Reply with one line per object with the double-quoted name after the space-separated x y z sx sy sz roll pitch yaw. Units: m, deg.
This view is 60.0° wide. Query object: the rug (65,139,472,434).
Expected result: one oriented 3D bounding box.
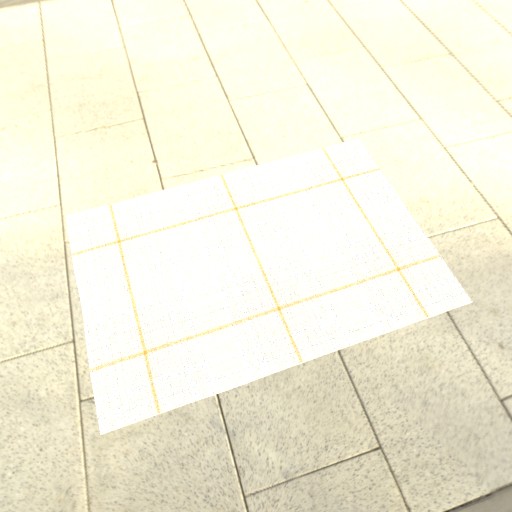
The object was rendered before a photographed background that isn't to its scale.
0.000 0.000 2.327 1.825 0.015 1.232 -17 59 -11 "rug"
